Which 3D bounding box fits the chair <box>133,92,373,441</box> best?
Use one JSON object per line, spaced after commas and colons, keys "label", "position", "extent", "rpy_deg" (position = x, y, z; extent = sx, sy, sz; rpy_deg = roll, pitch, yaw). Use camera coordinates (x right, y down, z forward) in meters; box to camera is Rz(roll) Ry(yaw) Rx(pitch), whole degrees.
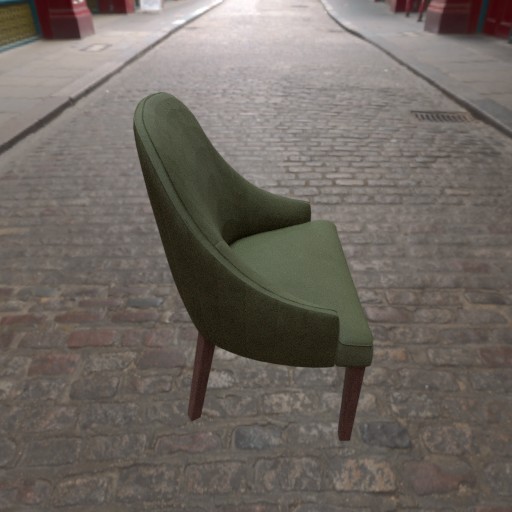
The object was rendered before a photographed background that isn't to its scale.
{"label": "chair", "position": [0.000, 0.000, 1.298], "extent": [0.575, 0.889, 0.643], "rpy_deg": [0, 32, 0]}
